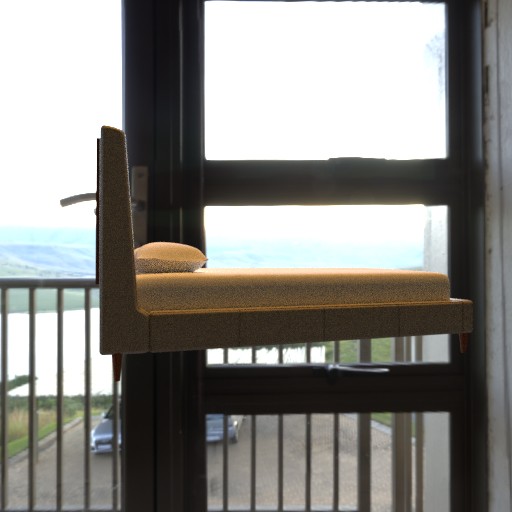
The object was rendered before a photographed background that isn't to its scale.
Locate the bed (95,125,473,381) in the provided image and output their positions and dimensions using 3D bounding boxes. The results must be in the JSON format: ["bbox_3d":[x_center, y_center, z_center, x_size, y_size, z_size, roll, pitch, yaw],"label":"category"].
[{"bbox_3d":[0.000,0.000,3.525,2.342,1.289,2.062,0,-1,-18],"label":"bed"}]
